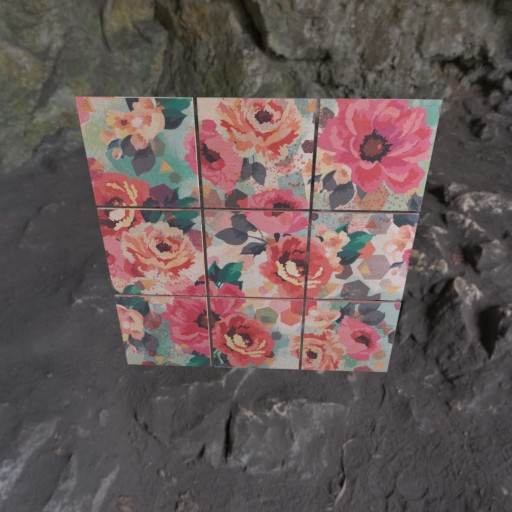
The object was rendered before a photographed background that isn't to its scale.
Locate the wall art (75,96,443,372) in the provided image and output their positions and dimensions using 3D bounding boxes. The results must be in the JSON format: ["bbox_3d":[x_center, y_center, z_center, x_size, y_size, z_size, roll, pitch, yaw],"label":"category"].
[{"bbox_3d":[0.000,0.000,2.222,1.521,1.519,0.013,1,31,2],"label":"wall art"}]
